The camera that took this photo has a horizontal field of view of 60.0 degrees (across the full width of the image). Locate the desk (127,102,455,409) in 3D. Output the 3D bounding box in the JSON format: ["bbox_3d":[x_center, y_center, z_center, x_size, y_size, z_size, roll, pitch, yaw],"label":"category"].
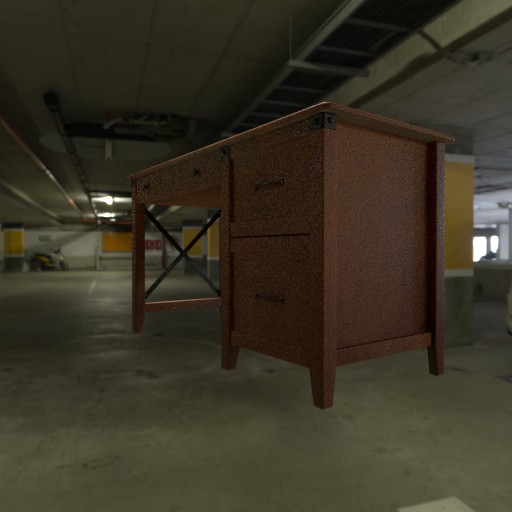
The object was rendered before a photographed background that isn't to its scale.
[{"bbox_3d":[0.000,0.000,1.774,0.574,0.756,1.353,0,1,-36],"label":"desk"}]
